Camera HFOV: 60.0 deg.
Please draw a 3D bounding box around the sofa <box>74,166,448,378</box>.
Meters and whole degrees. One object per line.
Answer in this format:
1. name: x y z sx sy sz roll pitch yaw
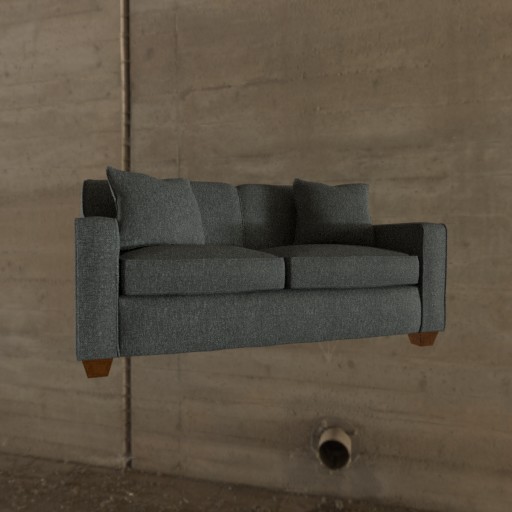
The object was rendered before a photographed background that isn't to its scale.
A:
1. sofa: 0.000 0.000 2.472 1.846 0.958 0.998 -1 2 -19
